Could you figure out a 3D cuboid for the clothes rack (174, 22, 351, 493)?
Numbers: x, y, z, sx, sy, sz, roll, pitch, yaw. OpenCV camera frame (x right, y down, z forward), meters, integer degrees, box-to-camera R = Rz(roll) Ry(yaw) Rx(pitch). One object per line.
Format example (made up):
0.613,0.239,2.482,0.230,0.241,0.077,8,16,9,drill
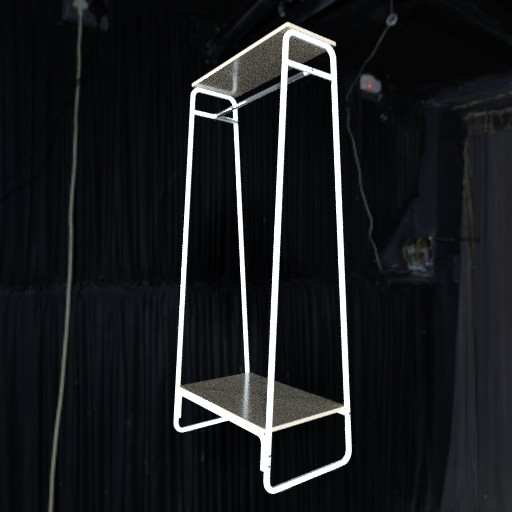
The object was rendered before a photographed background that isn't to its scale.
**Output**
0.000,0.000,1.753,0.400,1.512,0.640,0,0,-37,clothes rack
